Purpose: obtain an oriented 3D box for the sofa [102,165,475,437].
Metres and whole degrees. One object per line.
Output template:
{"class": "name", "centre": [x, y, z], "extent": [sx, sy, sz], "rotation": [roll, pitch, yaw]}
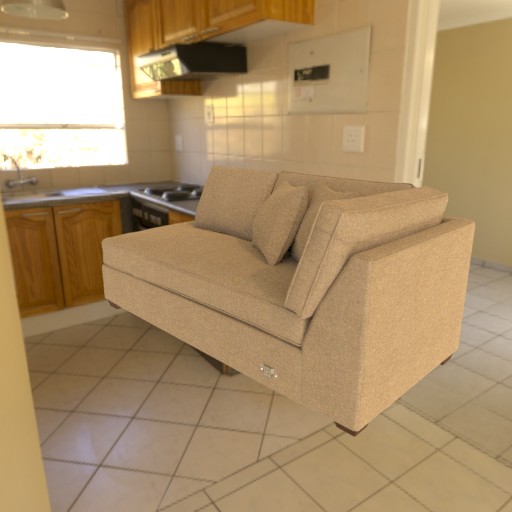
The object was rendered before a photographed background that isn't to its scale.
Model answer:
{"class": "sofa", "centre": [0.000, 0.000, 2.827], "extent": [2.238, 1.019, 1.110], "rotation": [15, 22, 43]}
